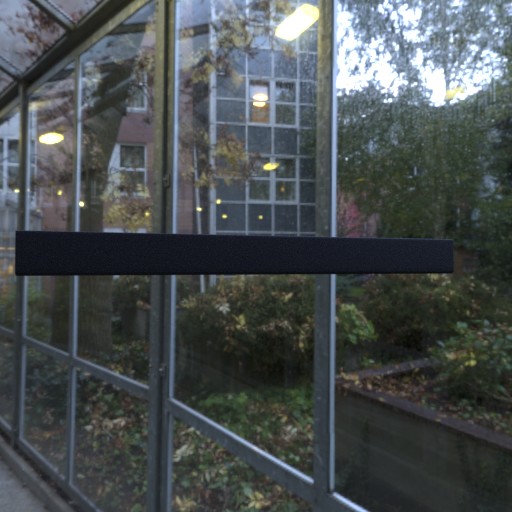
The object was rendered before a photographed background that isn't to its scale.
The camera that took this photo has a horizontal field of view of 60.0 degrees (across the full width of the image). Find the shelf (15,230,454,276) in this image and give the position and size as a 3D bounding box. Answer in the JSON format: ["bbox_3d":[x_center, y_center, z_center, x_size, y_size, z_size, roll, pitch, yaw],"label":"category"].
[{"bbox_3d":[0.000,0.000,0.642,0.605,0.053,0.102,0,-1,-17],"label":"shelf"}]
